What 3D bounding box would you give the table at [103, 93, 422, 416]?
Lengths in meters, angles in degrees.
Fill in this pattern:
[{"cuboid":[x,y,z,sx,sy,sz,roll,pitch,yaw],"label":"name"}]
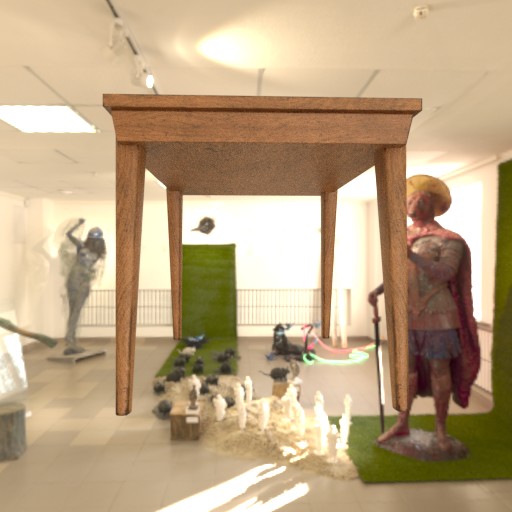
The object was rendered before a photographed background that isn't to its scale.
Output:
[{"cuboid":[0.000,0.000,1.562,0.757,0.760,1.027,0,0,-2],"label":"table"}]
